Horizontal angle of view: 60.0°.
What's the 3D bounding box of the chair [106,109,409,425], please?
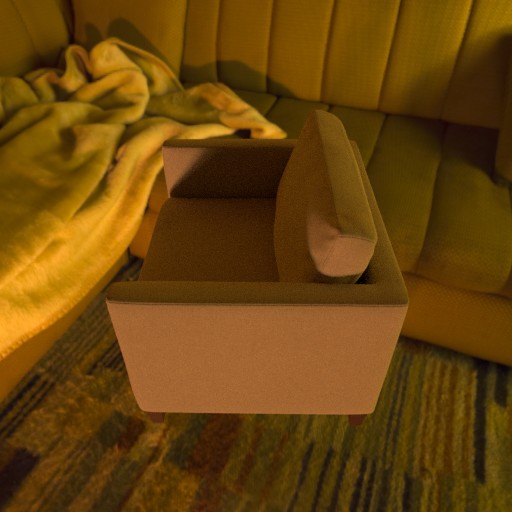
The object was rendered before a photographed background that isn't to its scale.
[{"bbox_3d":[0.000,0.000,1.898,0.959,0.961,1.107,0,41,1],"label":"chair"}]
